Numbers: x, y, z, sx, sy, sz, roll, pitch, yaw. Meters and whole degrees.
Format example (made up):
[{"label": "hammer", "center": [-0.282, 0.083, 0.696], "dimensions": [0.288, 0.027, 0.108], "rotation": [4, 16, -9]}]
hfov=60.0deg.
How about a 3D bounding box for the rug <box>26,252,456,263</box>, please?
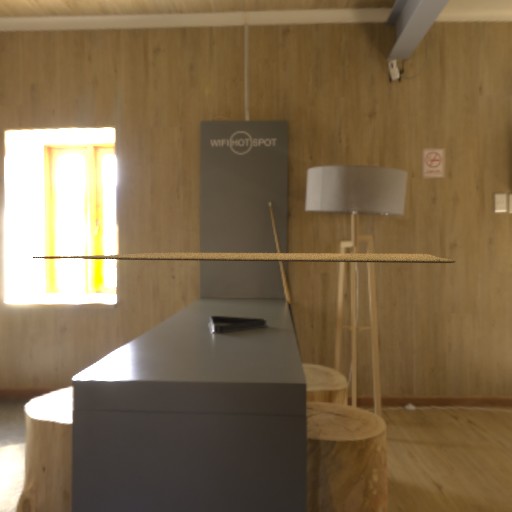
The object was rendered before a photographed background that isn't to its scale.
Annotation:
[{"label": "rug", "center": [0.000, 0.000, 5.147], "dimensions": [3.935, 0.025, 2.782], "rotation": [0, 1, 17]}]
